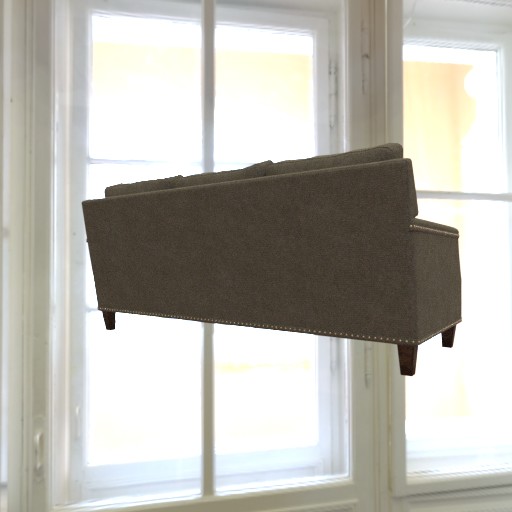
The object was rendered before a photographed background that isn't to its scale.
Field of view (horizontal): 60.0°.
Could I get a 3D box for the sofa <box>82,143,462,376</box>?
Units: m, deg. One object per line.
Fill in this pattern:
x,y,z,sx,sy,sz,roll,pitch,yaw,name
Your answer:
0.000,0.000,2.792,2.226,1.042,1.034,0,0,36,sofa
